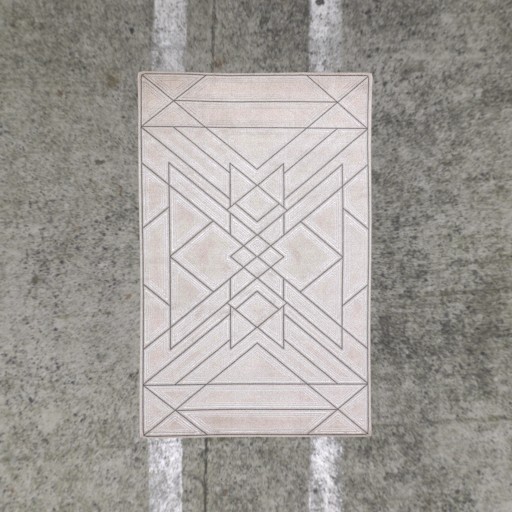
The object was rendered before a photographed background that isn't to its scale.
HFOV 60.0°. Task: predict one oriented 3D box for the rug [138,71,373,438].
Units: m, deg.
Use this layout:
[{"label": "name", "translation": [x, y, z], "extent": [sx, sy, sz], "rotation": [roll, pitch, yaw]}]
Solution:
[{"label": "rug", "translation": [0.000, 0.000, 2.984], "extent": [1.575, 0.023, 2.459], "rotation": [0, 91, -1]}]
